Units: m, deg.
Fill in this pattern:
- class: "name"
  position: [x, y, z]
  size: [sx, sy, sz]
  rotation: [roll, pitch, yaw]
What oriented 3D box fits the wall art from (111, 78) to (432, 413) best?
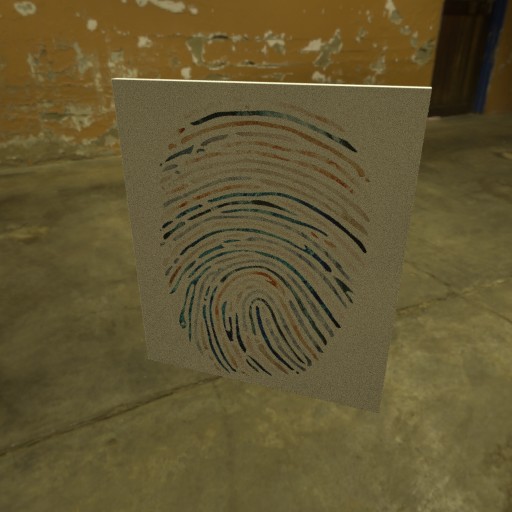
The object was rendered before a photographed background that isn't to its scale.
- class: "wall art"
  position: [0.000, 0.000, 0.971]
  size: [0.609, 0.710, 0.021]
  rotation: [8, 27, 17]
